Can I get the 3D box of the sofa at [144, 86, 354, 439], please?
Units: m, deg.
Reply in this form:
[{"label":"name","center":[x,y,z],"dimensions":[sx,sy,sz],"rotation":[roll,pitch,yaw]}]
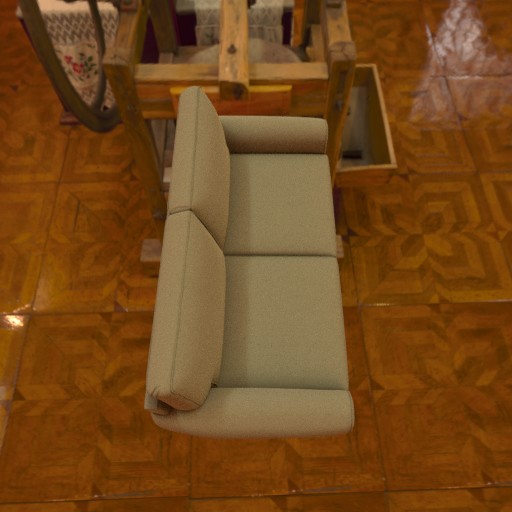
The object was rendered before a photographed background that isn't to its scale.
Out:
[{"label":"sofa","center":[0.000,0.000,2.502],"dimensions":[0.940,0.952,1.930],"rotation":[0,62,0]}]
